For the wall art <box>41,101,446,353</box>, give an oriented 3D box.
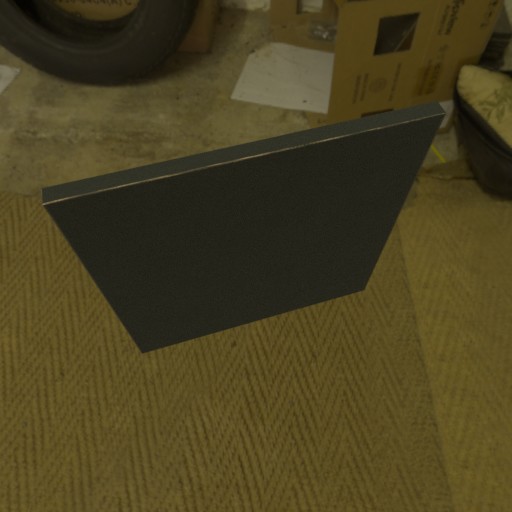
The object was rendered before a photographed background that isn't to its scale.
[{"bbox_3d":[0.000,0.000,0.453,0.304,0.303,0.015,-15,60,-9],"label":"wall art"}]
